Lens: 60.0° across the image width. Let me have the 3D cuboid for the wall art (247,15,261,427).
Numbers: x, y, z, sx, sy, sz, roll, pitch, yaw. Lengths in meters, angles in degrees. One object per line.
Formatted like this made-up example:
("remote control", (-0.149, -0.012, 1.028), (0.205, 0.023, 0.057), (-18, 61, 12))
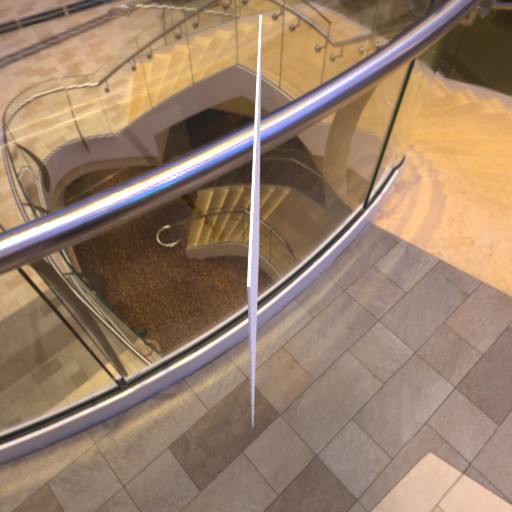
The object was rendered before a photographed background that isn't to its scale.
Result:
("wall art", (0.000, 0.000, 0.790), (0.003, 0.610, 0.457), (1, 57, 1))
